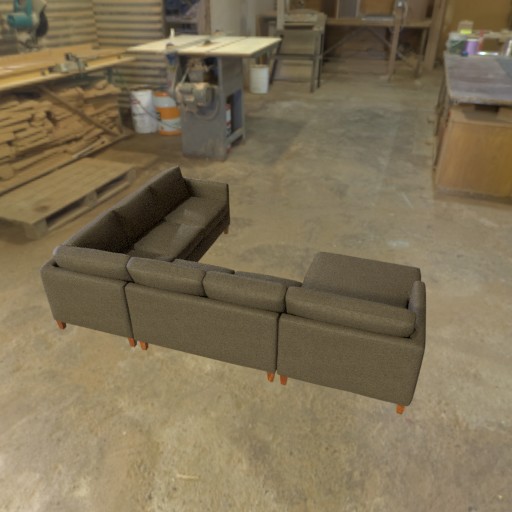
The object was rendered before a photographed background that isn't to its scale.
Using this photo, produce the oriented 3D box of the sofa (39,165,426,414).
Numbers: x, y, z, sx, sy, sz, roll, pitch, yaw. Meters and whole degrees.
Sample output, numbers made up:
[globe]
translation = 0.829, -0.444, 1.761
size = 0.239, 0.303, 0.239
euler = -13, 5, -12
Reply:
[sofa]
translation = 0.000, 0.000, 4.821
size = 3.460, 0.961, 2.594
euler = 10, 32, 16
